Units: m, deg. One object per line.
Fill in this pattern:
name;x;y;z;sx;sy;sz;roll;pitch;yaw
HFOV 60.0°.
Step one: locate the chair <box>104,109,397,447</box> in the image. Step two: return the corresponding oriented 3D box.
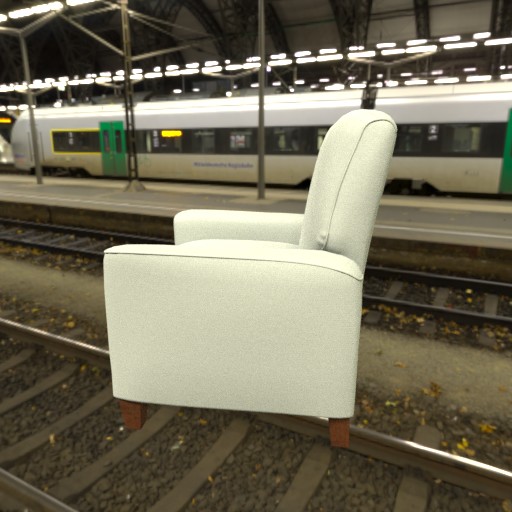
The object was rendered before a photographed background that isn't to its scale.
chair;0.000;0.000;1.645;0.846;1.007;0.853;2;14;7
